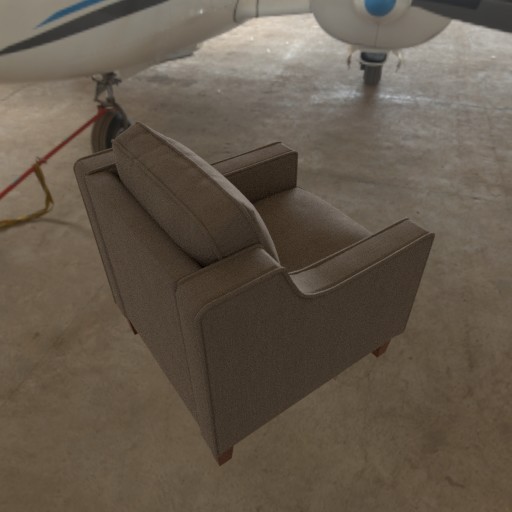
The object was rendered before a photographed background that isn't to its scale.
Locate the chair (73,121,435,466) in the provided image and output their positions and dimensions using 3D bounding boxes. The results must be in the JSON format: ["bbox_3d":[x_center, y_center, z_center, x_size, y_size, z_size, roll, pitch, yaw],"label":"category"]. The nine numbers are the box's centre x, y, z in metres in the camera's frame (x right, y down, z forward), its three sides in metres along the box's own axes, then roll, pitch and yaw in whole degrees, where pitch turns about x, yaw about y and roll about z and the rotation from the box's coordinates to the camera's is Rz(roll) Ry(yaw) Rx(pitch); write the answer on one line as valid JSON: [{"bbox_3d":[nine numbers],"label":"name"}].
[{"bbox_3d":[0.000,0.000,1.627,0.909,0.960,0.831,-25,46,-26],"label":"chair"}]
